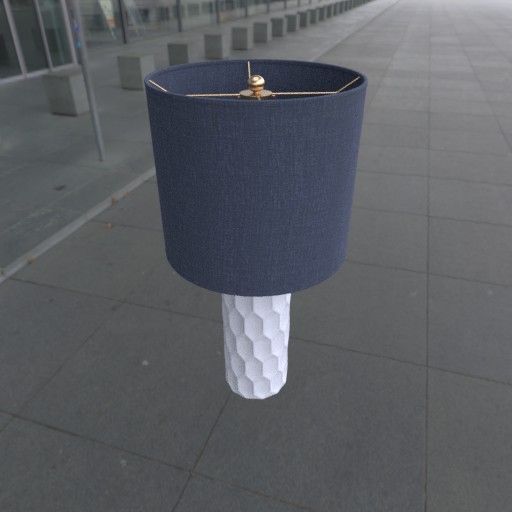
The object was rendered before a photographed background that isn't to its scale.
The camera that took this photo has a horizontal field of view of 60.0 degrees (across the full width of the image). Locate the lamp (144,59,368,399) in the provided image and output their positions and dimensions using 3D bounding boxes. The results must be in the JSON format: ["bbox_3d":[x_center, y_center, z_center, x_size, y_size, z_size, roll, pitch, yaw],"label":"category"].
[{"bbox_3d":[0.000,0.000,0.701,0.277,0.537,0.277,19,37,28],"label":"lamp"}]
